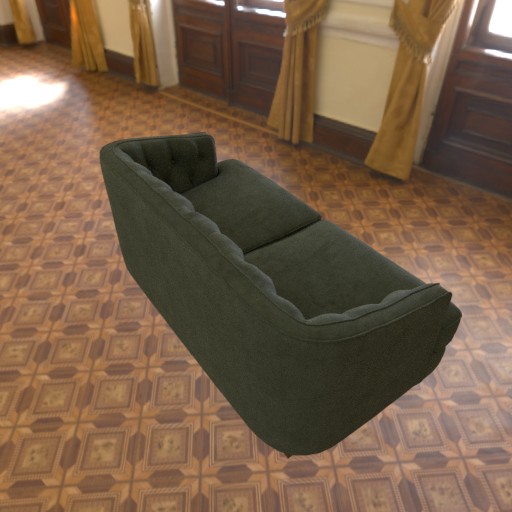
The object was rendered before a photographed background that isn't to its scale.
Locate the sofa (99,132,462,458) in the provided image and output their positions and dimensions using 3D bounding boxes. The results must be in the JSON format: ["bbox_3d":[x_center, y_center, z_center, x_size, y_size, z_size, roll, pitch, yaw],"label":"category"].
[{"bbox_3d":[0.000,0.000,2.180,0.941,0.855,1.733,-25,46,-27],"label":"sofa"}]
